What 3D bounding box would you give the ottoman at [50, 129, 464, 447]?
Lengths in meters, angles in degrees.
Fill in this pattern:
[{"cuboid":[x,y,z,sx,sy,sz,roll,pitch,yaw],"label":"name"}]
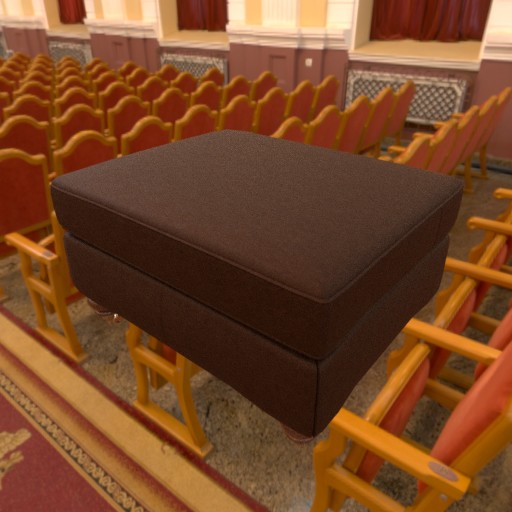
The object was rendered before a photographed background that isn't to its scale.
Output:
[{"cuboid":[0.000,0.000,1.743,1.187,0.730,0.967,22,36,33],"label":"ottoman"}]
